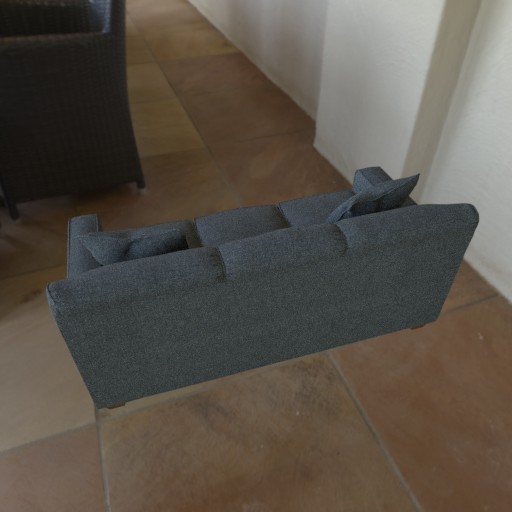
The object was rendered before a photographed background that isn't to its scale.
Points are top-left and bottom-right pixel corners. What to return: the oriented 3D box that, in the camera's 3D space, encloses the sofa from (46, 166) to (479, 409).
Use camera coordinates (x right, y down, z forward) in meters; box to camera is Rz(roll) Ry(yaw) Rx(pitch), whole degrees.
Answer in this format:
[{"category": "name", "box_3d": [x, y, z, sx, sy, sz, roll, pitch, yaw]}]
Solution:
[{"category": "sofa", "box_3d": [0.000, 0.000, 2.560, 2.024, 0.958, 0.997, -12, 43, -13]}]
